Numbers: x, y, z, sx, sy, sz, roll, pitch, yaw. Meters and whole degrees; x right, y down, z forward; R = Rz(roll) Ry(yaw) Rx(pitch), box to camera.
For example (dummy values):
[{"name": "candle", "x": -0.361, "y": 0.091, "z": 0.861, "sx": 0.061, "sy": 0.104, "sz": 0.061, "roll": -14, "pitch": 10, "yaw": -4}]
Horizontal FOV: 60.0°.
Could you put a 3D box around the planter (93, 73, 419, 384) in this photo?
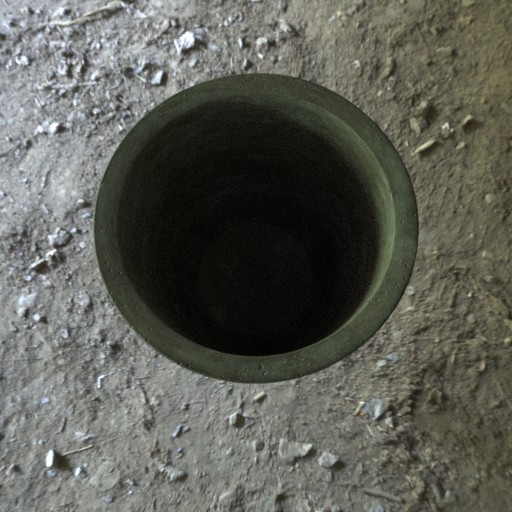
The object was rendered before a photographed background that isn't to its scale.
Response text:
[{"name": "planter", "x": 0.000, "y": 0.000, "z": 0.263, "sx": 0.142, "sy": 0.149, "sz": 0.142, "roll": 0, "pitch": 76, "yaw": 0}]
